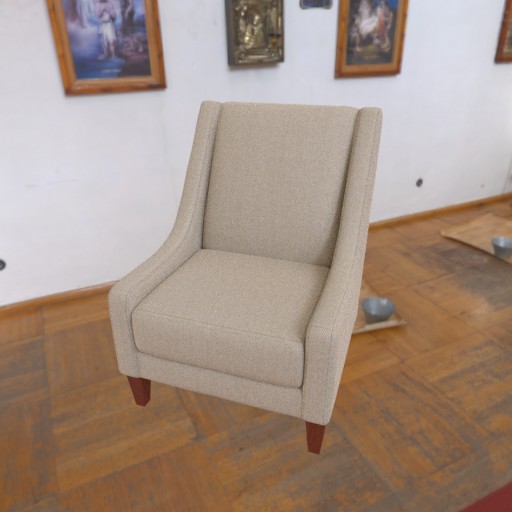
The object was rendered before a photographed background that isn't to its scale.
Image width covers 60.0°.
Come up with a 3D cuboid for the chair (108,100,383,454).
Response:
[{"bbox_3d":[0.000,0.000,1.674,0.774,1.014,0.870,8,27,17],"label":"chair"}]
